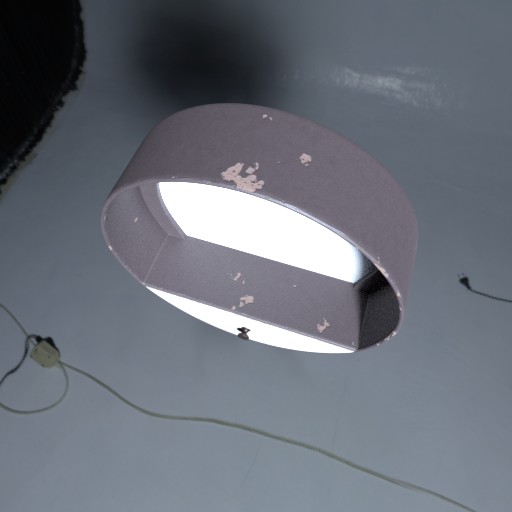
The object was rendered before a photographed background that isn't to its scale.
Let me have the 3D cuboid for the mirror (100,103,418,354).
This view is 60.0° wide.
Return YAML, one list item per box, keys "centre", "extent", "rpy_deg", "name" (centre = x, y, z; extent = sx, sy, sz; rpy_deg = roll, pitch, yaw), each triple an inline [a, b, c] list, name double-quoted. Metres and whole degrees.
- centre: [0.000, 0.000, 0.578]
  extent: [0.386, 0.386, 0.126]
  rpy_deg: [16, 61, 9]
  name: "mirror"
